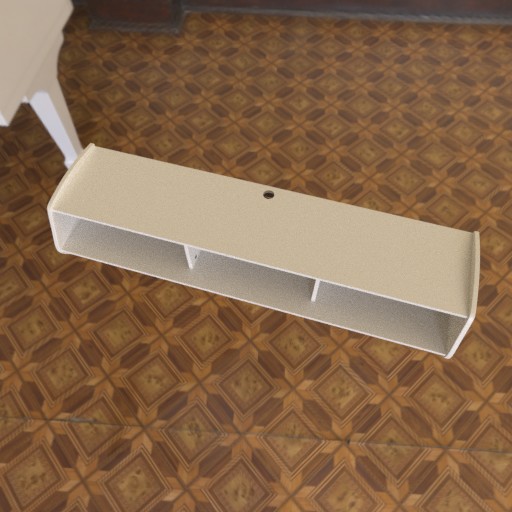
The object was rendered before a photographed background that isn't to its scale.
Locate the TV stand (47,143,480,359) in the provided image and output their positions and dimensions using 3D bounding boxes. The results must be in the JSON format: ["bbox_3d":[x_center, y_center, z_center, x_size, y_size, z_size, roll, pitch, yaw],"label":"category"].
[{"bbox_3d":[0.000,0.000,1.691,1.473,0.424,0.397,14,59,9],"label":"TV stand"}]
